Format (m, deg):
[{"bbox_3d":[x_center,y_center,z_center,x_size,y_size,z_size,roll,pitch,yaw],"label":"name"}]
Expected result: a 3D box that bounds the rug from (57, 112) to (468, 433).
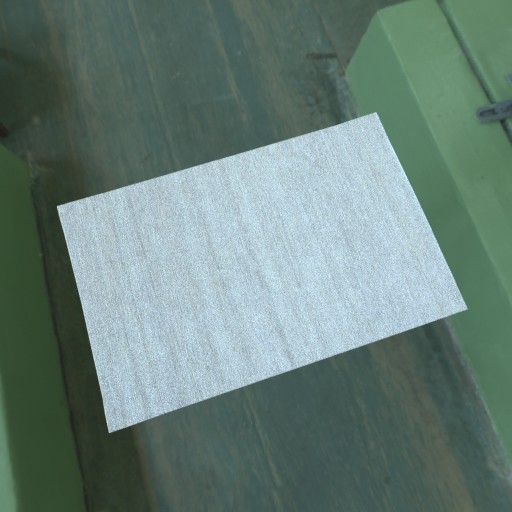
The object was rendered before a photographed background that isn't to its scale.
[{"bbox_3d":[0.000,0.000,2.256,1.820,0.022,1.179,-18,74,-5],"label":"rug"}]
